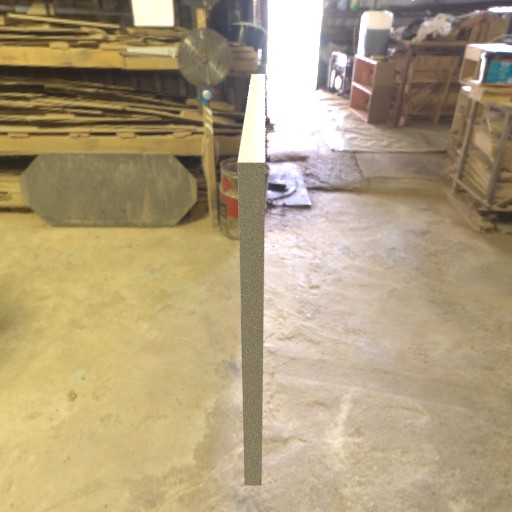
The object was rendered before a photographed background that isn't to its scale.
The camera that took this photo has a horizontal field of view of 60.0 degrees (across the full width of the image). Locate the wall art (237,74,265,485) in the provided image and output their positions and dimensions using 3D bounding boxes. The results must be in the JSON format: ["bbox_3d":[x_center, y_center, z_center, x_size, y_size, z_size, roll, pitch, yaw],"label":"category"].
[{"bbox_3d":[0.000,0.000,0.680,0.023,0.453,0.455,0,31,1],"label":"wall art"}]
